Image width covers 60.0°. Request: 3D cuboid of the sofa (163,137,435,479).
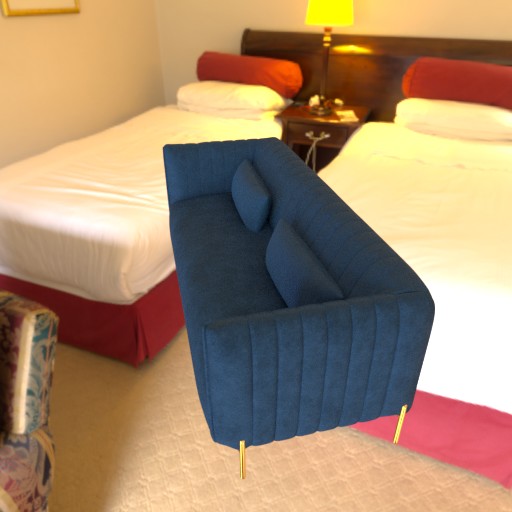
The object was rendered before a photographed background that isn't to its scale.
[{"bbox_3d":[0.000,0.000,2.540,0.896,0.793,2.136,-7,32,-12],"label":"sofa"}]
